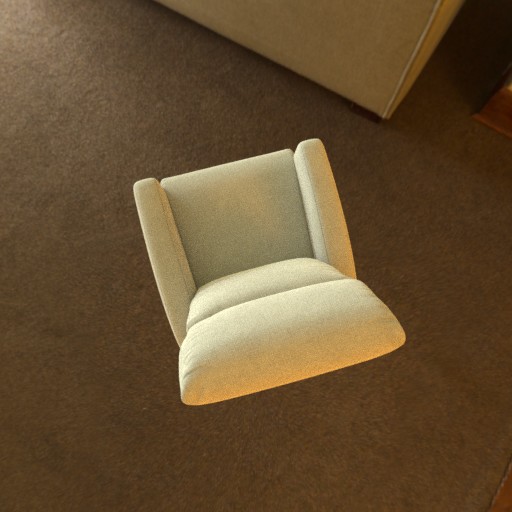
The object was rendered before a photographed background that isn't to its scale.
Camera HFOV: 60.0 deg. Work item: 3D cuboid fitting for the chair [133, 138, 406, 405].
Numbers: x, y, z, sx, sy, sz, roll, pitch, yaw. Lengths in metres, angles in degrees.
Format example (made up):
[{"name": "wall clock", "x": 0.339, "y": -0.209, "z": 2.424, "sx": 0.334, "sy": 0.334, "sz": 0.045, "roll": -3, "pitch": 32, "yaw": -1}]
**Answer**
[{"name": "chair", "x": 0.000, "y": 0.000, "z": 1.687, "sx": 0.812, "sy": 1.015, "sz": 0.941, "roll": -14, "pitch": 75, "yaw": -4}]
